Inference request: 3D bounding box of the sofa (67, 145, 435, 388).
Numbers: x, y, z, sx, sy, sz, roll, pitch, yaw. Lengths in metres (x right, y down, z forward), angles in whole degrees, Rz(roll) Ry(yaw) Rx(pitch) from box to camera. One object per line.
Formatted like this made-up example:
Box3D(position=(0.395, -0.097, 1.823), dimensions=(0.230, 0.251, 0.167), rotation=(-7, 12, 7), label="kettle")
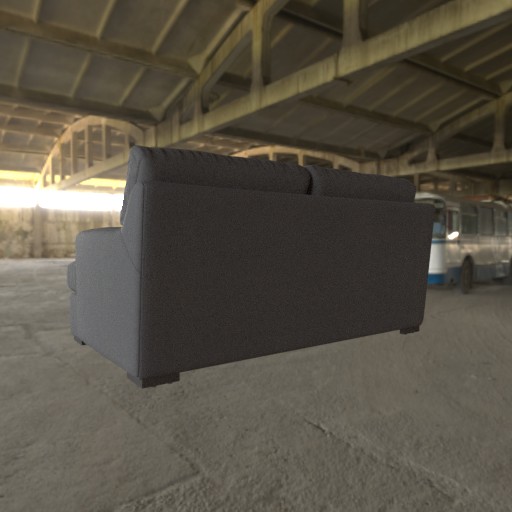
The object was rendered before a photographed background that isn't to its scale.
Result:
Box3D(position=(0.000, 0.000, 2.539), dimensions=(1.880, 0.940, 1.143), rotation=(-2, 3, -36), label="sofa")
